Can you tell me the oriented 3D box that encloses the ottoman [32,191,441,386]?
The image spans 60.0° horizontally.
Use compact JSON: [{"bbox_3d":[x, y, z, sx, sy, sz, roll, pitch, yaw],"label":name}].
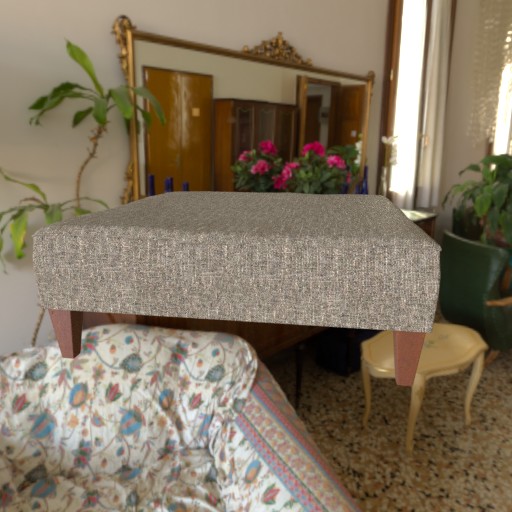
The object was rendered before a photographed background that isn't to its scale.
[{"bbox_3d":[0.000,0.000,1.522,0.981,0.379,1.016,2,14,9],"label":"ottoman"}]
